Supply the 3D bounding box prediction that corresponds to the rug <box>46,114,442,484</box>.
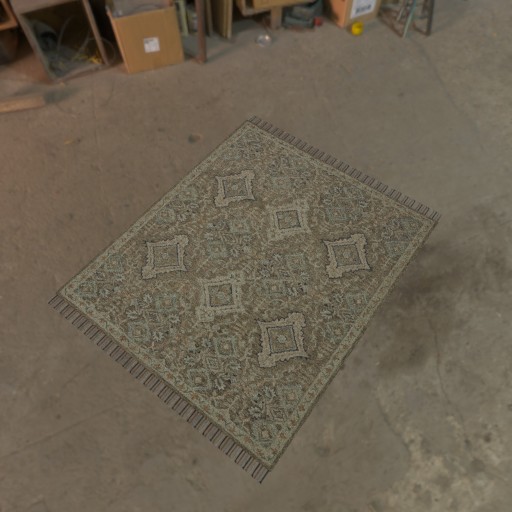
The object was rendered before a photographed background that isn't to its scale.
[{"bbox_3d":[0.000,0.000,4.241,2.437,0.010,3.056,33,64,18],"label":"rug"}]
